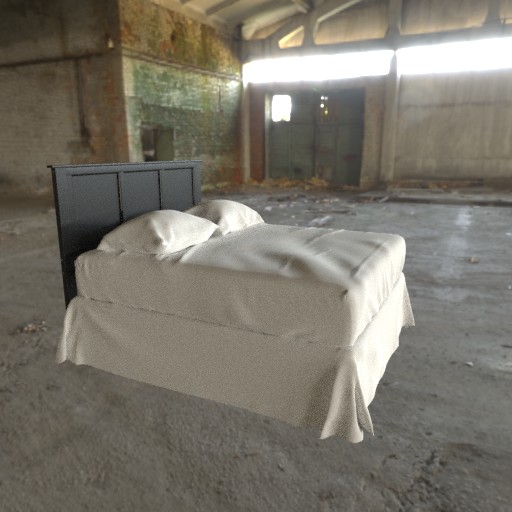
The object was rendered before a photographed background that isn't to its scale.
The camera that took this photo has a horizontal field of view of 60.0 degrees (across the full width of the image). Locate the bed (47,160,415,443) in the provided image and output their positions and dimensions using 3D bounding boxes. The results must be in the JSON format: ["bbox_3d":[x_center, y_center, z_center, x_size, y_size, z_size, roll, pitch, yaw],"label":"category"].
[{"bbox_3d":[0.000,0.000,3.120,2.050,1.270,1.870,7,15,25],"label":"bed"}]
